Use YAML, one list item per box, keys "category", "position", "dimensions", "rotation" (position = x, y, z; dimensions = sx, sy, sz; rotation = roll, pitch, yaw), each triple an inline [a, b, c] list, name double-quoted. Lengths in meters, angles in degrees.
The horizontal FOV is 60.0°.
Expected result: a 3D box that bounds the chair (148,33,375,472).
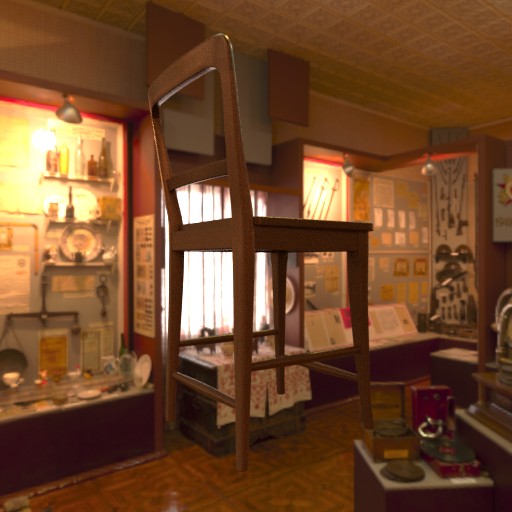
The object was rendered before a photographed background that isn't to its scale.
- category: "chair"
  position: [0.000, 0.000, 1.288]
  dimensions: [0.546, 0.991, 0.450]
  rotation: [0, -1, -36]
